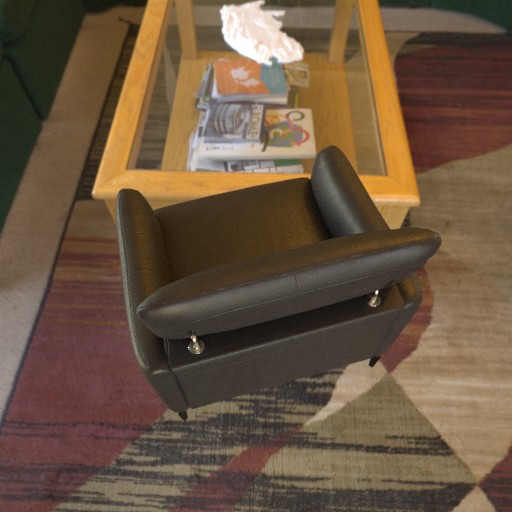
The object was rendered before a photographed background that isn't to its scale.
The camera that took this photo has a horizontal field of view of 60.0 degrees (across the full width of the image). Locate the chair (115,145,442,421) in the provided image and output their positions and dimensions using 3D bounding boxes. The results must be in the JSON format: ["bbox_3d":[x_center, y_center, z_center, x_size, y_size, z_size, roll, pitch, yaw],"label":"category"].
[{"bbox_3d":[0.000,0.000,1.663,0.976,0.949,0.809,-13,59,-8],"label":"chair"}]
